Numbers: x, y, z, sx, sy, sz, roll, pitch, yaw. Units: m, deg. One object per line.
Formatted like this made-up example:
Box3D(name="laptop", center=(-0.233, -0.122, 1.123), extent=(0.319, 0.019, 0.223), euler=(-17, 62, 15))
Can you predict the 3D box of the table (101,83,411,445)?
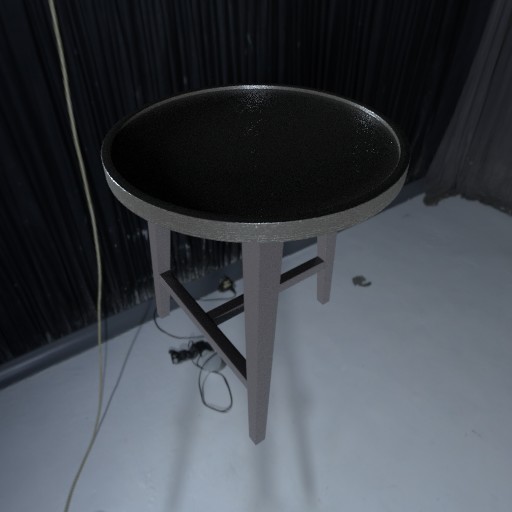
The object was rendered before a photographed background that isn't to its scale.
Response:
Box3D(name="table", center=(0.000, 0.000, 0.912), extent=(0.500, 0.531, 0.500), euler=(0, 40, 0))
